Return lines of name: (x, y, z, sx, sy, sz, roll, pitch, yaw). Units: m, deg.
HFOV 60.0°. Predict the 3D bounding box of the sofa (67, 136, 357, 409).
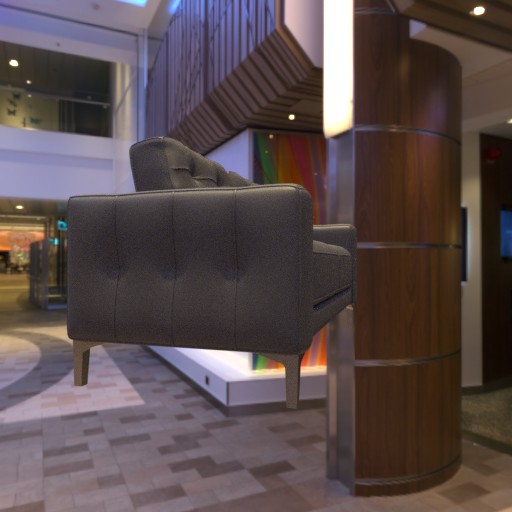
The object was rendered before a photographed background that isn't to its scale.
sofa: (0.000, 0.000, 2.173, 0.833, 0.893, 1.726, 0, -1, 18)
